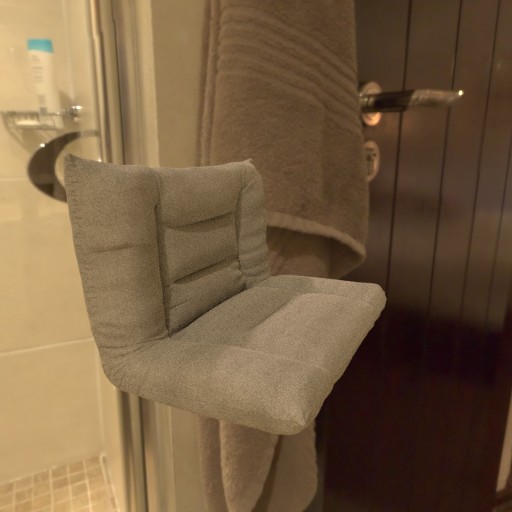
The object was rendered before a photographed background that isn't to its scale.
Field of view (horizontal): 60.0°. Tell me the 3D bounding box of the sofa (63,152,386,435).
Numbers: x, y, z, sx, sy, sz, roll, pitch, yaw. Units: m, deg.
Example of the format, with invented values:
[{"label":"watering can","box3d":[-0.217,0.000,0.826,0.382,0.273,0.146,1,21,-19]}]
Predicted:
[{"label":"sofa","box3d":[0.000,0.000,1.729,0.847,0.795,1.144,7,16,26]}]
